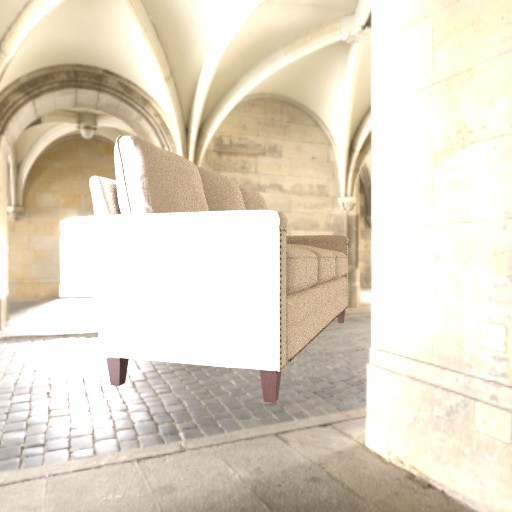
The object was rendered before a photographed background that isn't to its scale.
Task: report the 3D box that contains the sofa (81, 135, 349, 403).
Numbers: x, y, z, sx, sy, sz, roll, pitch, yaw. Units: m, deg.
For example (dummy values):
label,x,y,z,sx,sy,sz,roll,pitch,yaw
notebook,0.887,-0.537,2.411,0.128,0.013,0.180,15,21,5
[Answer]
label,x,y,z,sx,sy,sz,roll,pitch,yaw
sofa,0.000,0.000,2.440,0.828,0.961,1.925,0,0,18
